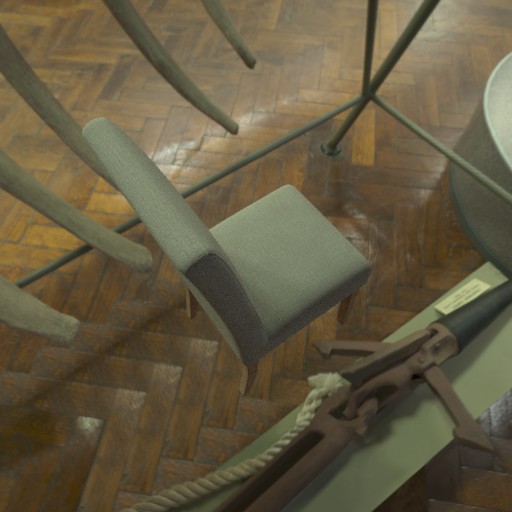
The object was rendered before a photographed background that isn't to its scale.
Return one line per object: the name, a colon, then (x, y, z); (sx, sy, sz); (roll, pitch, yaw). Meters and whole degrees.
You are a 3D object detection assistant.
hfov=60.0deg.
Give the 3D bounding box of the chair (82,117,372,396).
chair: (0.000, 0.000, 1.348); (0.611, 1.033, 0.450); (-31, 63, -18)
